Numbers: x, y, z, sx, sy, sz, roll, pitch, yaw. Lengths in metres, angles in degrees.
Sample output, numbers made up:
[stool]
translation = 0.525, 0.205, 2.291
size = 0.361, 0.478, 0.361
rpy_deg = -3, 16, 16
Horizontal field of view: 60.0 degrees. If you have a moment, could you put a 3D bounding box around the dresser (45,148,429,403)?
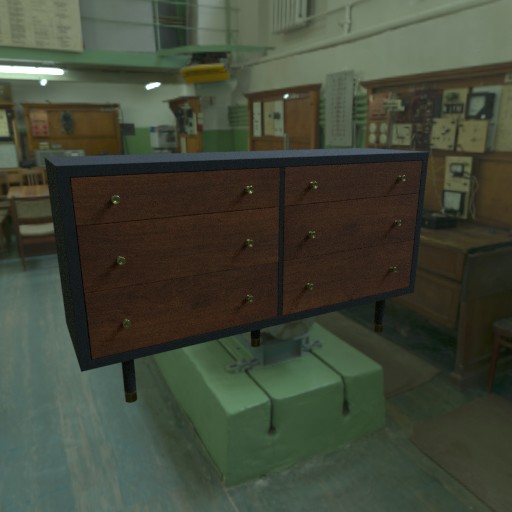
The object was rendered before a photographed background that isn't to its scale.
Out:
[dresser]
translation = 0.000, 0.000, 1.950
size = 1.558, 0.872, 0.463
rpy_deg = -9, 18, -27
